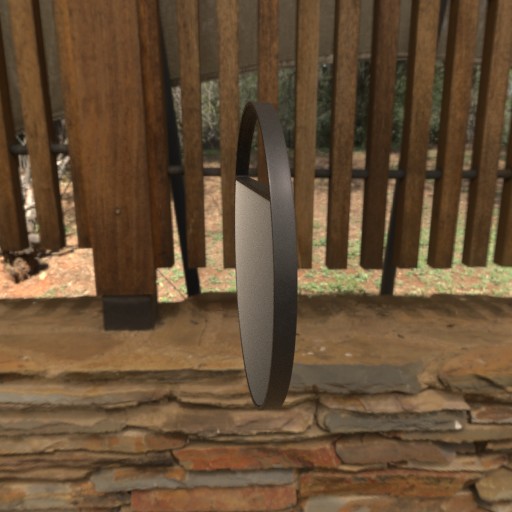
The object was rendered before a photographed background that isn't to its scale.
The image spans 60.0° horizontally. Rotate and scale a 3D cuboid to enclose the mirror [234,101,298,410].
[{"bbox_3d":[0.000,0.000,0.859,0.032,0.565,0.565,-2,13,-8],"label":"mirror"}]
